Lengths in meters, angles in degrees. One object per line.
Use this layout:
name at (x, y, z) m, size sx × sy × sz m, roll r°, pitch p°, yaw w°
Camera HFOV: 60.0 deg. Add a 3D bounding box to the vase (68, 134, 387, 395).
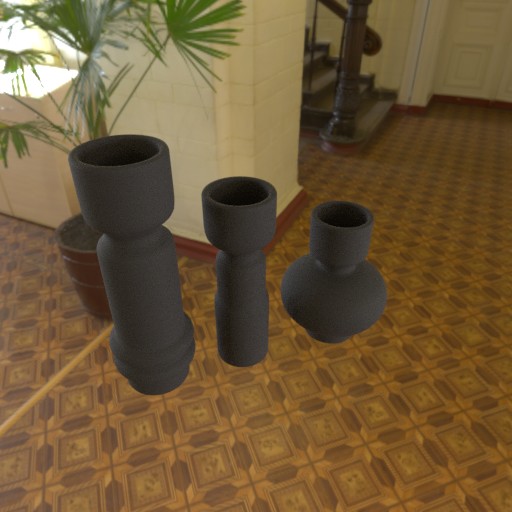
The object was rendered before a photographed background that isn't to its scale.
vase at (0.000, 0.000, 0.441) m, size 0.307 × 0.249 × 0.120 m, roll -12°, pitch 36°, yaw -16°
